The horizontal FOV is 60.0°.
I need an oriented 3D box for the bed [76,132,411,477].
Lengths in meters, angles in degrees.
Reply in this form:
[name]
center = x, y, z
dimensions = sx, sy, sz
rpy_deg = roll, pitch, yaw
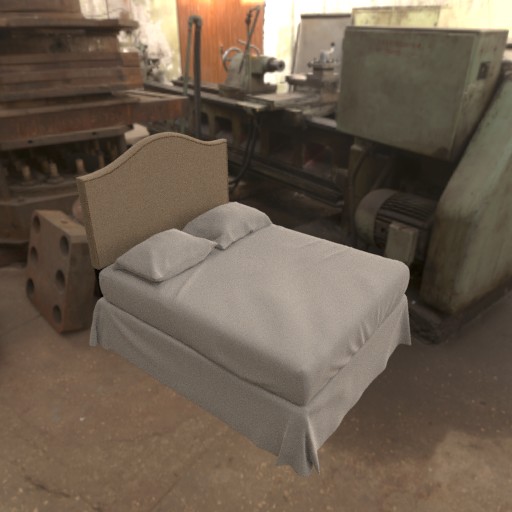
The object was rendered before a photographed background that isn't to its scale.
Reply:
[bed]
center = 0.000, 0.000, 3.486
dimensions = 2.221, 1.645, 1.876
rpy_deg = 19, 33, 33
